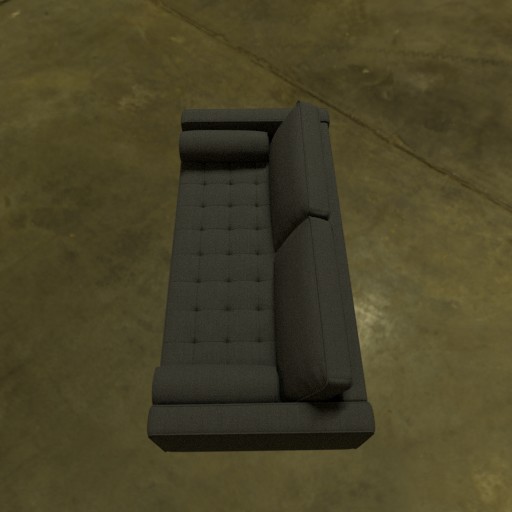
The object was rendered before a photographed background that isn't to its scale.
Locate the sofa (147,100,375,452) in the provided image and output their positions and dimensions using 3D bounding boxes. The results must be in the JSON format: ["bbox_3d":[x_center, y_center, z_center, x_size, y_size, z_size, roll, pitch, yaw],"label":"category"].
[{"bbox_3d":[0.000,0.000,2.358,0.914,0.759,1.875,-1,58,0],"label":"sofa"}]
